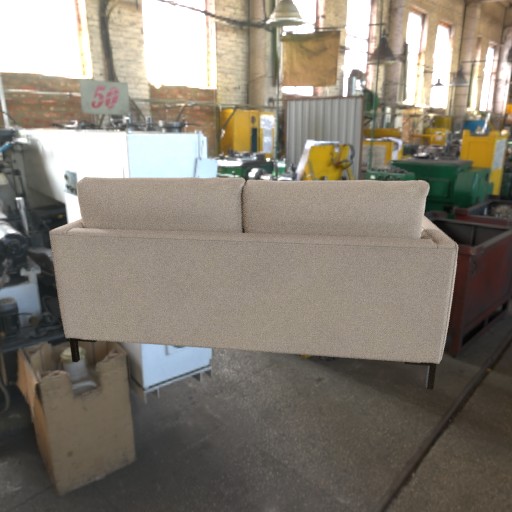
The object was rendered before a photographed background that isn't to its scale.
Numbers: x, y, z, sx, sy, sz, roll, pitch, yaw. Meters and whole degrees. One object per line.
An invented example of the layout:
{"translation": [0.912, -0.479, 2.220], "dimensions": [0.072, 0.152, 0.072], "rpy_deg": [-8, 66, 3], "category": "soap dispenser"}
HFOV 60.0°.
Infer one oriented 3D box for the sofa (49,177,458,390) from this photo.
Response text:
{"translation": [0.000, 0.000, 2.225], "dimensions": [1.682, 0.840, 0.875], "rpy_deg": [2, 17, 8], "category": "sofa"}
